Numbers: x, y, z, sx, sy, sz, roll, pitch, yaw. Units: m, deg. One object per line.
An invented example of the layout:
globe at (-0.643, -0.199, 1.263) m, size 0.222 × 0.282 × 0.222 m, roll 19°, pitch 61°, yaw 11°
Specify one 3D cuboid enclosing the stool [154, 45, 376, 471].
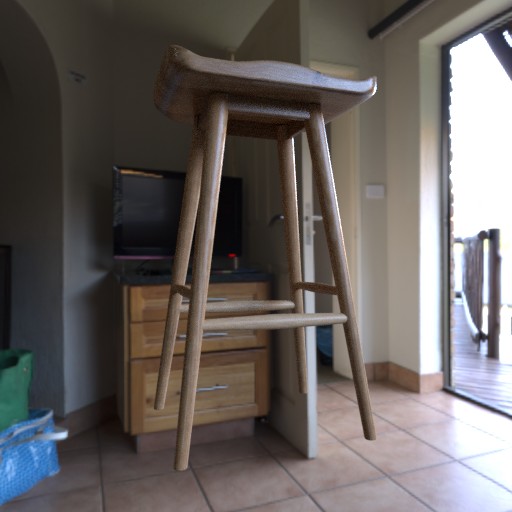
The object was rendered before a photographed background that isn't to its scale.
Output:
stool at (0.000, 0.000, 0.930) m, size 0.407 × 0.698 × 0.322 m, roll 0°, pitch 0°, yaw -19°
